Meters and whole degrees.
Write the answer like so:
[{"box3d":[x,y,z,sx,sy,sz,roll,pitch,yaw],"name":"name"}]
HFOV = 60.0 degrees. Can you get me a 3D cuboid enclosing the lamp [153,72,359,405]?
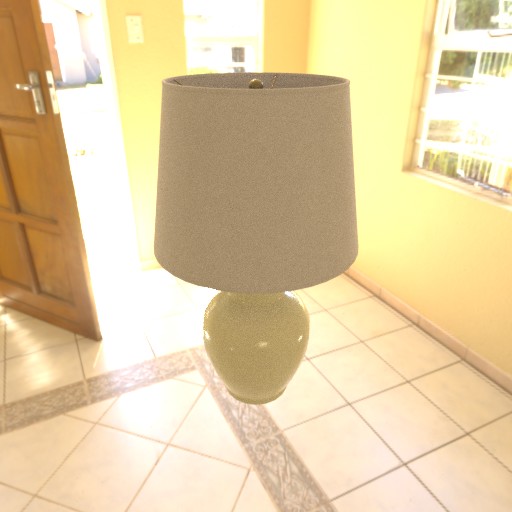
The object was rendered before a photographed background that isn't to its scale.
[{"box3d":[0.000,0.000,0.537,0.239,0.399,0.239,0,26,0],"name":"lamp"}]
